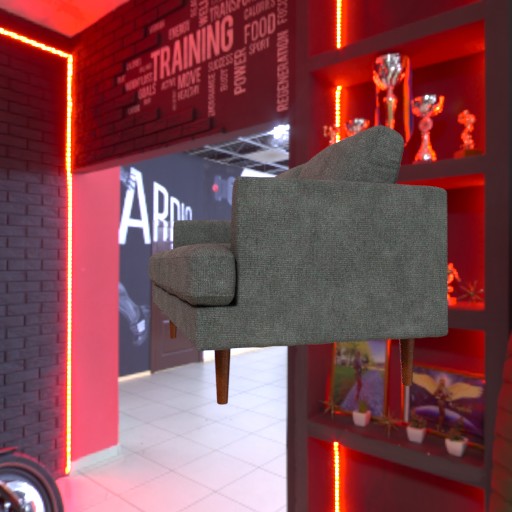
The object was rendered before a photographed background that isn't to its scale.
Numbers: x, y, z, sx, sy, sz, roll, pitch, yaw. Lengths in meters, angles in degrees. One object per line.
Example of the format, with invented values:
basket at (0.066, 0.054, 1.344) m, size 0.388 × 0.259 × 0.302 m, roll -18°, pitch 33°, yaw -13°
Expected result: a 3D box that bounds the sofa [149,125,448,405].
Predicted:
sofa at (0.000, 0.000, 2.111) m, size 0.903 × 0.956 × 1.582 m, roll 0°, pitch -1°, yaw -18°
